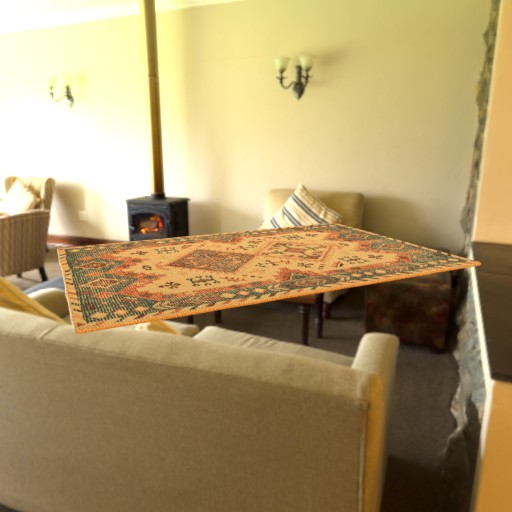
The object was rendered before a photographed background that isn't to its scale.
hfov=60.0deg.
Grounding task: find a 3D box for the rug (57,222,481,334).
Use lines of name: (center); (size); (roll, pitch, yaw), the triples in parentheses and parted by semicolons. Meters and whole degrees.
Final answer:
rug: (0.000, 0.000, 2.282); (1.840, 0.015, 1.225); (-7, 16, -25)
